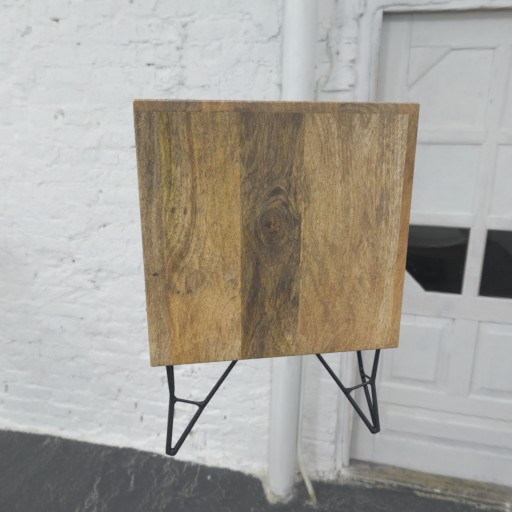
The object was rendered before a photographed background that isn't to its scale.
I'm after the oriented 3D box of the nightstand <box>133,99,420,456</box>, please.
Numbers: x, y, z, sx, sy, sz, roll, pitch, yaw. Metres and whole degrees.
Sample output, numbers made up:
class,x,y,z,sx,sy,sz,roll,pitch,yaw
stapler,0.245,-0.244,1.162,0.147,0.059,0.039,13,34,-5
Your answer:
class,x,y,z,sx,sy,sz,roll,pitch,yaw
nightstand,0.000,0.000,0.895,0.406,0.559,0.457,-2,15,-9
